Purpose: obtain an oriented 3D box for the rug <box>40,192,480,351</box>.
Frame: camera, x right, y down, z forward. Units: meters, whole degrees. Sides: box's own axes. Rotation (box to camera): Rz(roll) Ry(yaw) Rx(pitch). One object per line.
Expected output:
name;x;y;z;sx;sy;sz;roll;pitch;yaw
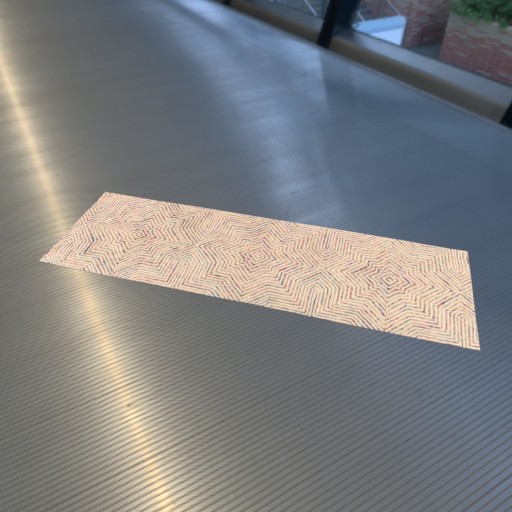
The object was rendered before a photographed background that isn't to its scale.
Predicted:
rug;0.000;0.000;2.645;2.443;0.009;0.771;10;42;11
